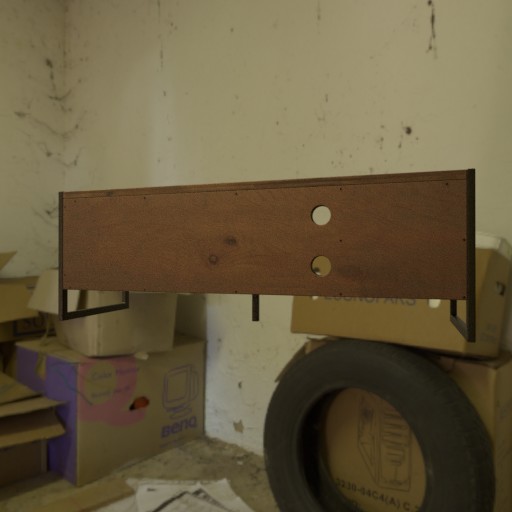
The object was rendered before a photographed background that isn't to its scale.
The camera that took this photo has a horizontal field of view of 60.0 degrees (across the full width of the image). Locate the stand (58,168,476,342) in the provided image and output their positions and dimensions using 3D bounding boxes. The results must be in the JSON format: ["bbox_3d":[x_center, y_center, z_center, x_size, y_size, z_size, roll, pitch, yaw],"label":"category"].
[{"bbox_3d":[0.000,0.000,1.724,1.480,0.506,0.454,0,0,18],"label":"stand"}]
